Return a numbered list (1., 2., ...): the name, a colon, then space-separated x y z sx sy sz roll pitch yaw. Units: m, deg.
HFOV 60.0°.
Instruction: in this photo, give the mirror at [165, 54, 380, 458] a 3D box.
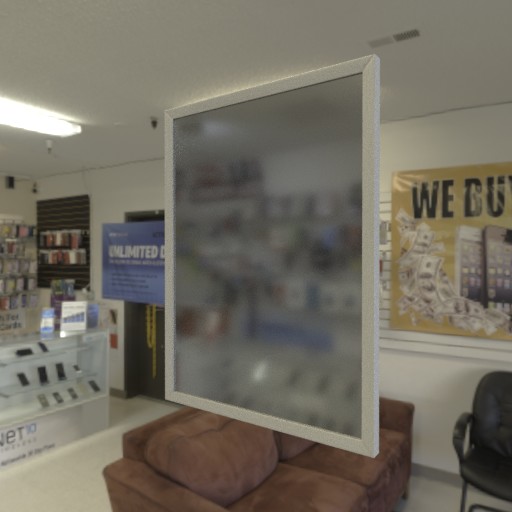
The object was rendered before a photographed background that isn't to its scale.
1. mirror: 0.000 0.000 1.352 0.762 1.016 0.040 0 1 36
